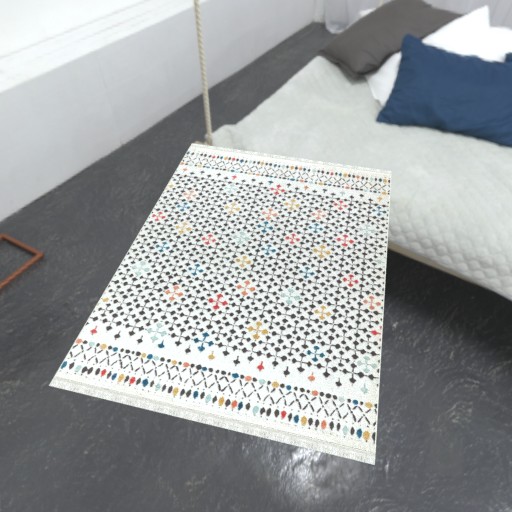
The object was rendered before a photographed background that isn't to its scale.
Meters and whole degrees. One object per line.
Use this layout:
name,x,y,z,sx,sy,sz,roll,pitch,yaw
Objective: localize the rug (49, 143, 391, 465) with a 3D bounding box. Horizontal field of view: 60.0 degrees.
rug,0.000,0.000,4.105,2.354,0.007,3.196,10,49,9
